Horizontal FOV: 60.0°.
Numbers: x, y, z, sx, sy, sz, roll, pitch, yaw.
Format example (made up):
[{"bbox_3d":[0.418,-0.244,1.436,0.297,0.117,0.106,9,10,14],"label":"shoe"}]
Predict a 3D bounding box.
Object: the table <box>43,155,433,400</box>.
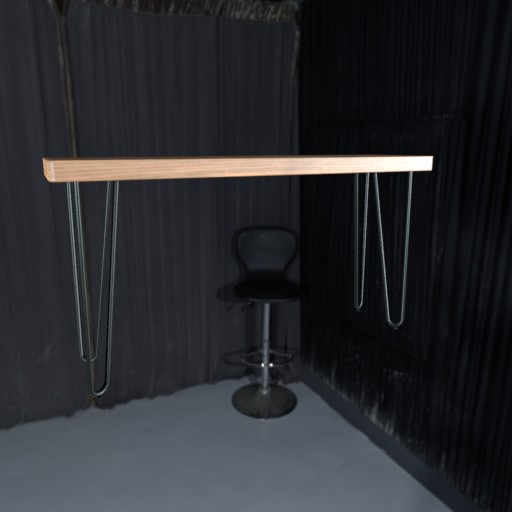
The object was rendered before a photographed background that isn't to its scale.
[{"bbox_3d":[0.000,0.000,1.908,1.570,0.834,0.425,-7,15,-26],"label":"table"}]
